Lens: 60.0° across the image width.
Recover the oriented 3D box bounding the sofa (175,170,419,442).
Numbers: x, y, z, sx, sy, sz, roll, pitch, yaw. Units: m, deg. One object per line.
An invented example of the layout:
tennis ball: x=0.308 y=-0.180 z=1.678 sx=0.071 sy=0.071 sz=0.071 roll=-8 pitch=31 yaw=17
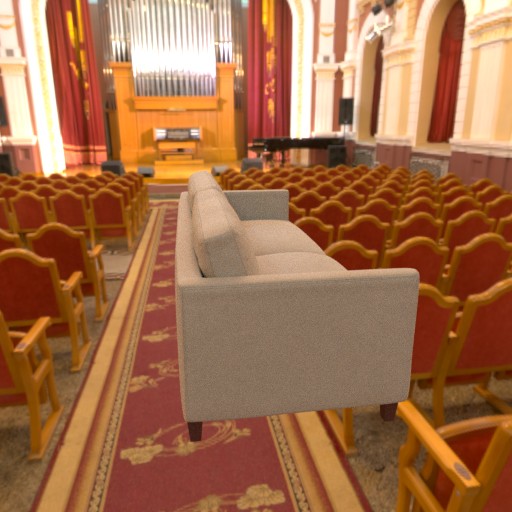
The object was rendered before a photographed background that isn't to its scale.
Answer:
sofa: x=0.000 y=0.000 z=2.844 sx=0.988 sy=0.912 sz=2.404 roll=-3 pitch=17 yaw=-9
